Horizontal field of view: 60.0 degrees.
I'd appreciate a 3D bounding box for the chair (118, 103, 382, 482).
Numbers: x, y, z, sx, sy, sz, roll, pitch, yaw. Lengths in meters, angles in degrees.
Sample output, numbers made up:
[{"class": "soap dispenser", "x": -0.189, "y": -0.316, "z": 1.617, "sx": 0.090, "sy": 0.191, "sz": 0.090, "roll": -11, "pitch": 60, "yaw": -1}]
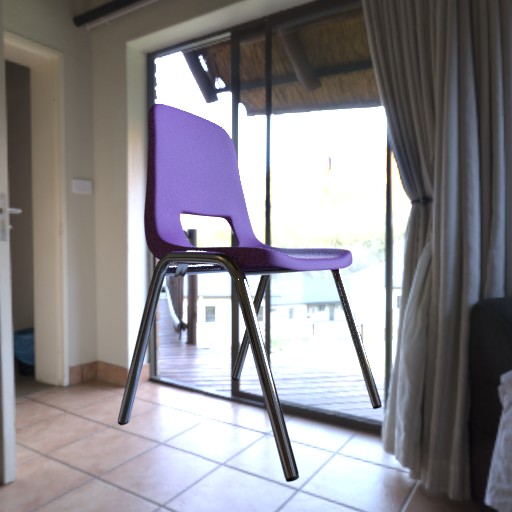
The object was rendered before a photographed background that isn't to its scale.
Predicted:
[{"class": "chair", "x": 0.000, "y": 0.000, "z": 0.682, "sx": 0.301, "sy": 0.493, "sz": 0.291, "roll": 0, "pitch": 1, "yaw": 35}]
